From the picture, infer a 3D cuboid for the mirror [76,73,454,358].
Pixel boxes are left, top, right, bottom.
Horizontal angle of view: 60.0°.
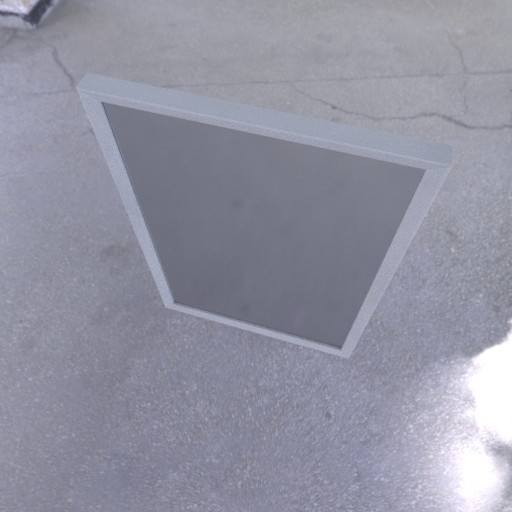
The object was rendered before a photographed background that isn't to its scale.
[{"bbox_3d":[0.000,0.000,0.885,0.507,0.710,0.039,14,59,9],"label":"mirror"}]
